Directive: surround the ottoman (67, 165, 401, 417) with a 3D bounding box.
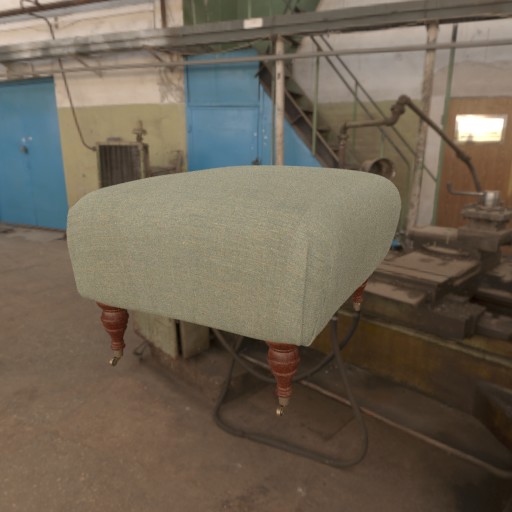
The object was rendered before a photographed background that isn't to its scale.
[{"bbox_3d":[0.000,0.000,1.165,0.622,0.450,0.747,8,17,26],"label":"ottoman"}]
